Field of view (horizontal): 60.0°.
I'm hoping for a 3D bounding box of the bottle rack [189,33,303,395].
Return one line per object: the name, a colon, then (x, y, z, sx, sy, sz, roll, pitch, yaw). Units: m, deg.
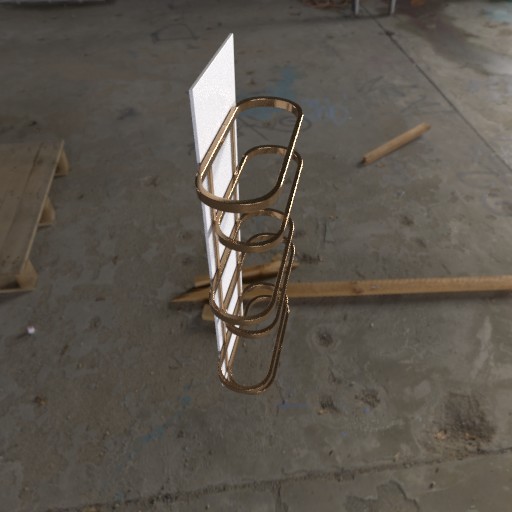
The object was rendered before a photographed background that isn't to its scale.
bottle rack: (0.000, 0.000, 0.819, 0.118, 0.709, 0.332, 9, 47, 9)
